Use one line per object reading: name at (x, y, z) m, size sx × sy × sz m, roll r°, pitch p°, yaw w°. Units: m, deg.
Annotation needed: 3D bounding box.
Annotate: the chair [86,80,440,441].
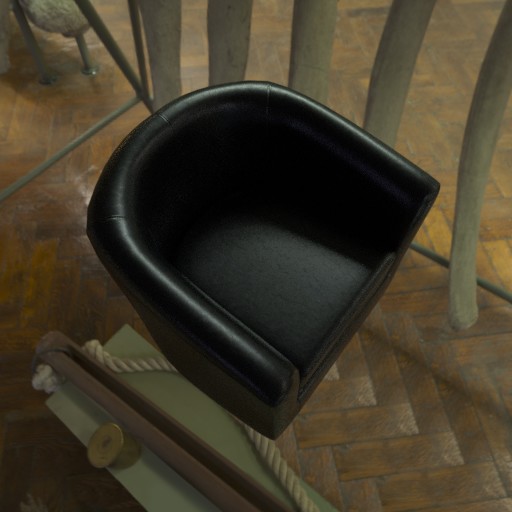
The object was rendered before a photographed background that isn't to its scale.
chair at (0.000, 0.000, 1.380) m, size 0.727 × 0.756 × 0.793 m, roll 34°, pitch 63°, yaw 20°
